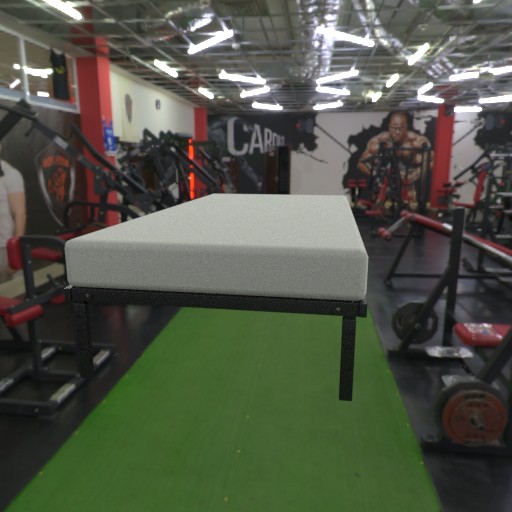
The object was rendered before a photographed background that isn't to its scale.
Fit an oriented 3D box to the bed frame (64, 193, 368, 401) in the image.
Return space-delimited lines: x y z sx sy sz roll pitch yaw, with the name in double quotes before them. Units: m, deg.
"bed frame" 0.000 0.000 3.237 1.393 0.680 2.635 2 13 9
